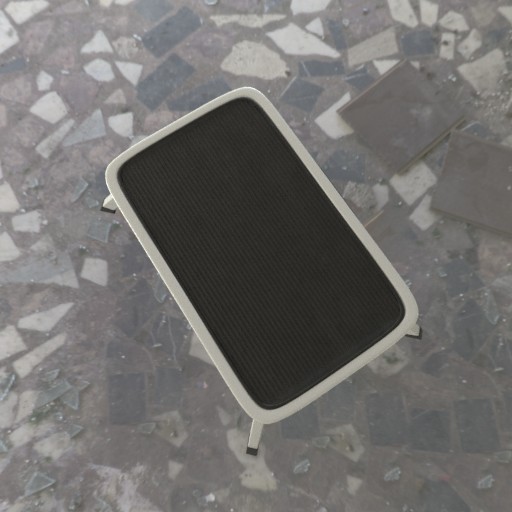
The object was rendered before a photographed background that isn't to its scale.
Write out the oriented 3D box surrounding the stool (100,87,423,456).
[{"bbox_3d":[0.000,0.000,0.619,0.320,0.170,0.460,-32,79,-7],"label":"stool"}]
